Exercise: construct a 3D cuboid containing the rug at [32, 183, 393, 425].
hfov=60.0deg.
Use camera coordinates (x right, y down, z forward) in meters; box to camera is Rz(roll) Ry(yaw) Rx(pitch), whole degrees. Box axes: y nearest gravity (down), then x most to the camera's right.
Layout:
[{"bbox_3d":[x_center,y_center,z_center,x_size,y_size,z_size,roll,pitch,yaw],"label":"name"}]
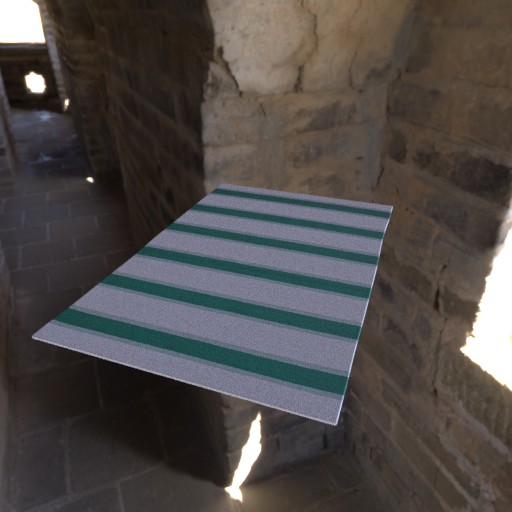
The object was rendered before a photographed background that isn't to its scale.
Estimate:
[{"bbox_3d":[0.000,0.000,2.306,1.210,0.012,1.829,10,31,18],"label":"rug"}]
